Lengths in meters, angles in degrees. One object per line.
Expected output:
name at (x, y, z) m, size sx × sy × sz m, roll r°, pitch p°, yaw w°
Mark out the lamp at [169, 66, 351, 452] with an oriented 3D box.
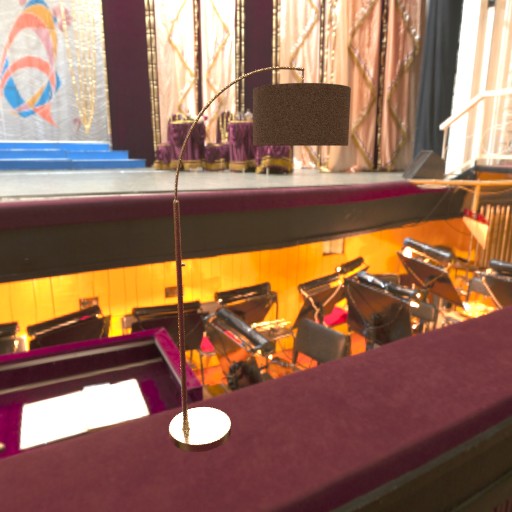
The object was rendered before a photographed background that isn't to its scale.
lamp at (0.000, 0.000, 2.147) m, size 0.934 × 1.735 × 0.452 m, roll -7°, pitch 16°, yaw -27°
